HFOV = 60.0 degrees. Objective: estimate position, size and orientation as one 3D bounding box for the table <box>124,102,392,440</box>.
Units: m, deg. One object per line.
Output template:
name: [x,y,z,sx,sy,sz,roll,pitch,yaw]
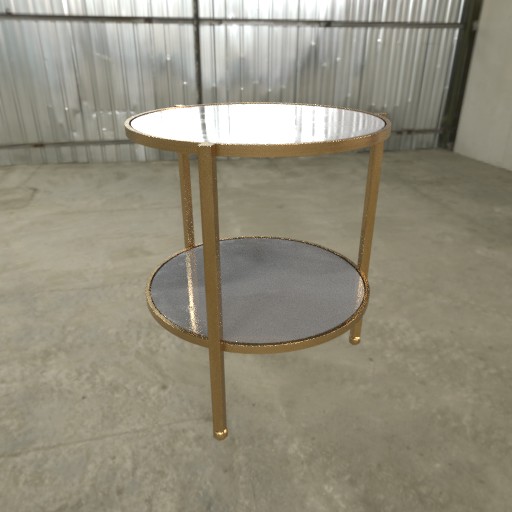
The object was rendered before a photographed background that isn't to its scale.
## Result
table: [0.000,0.000,0.451,0.231,0.269,0.243,7,27,15]
